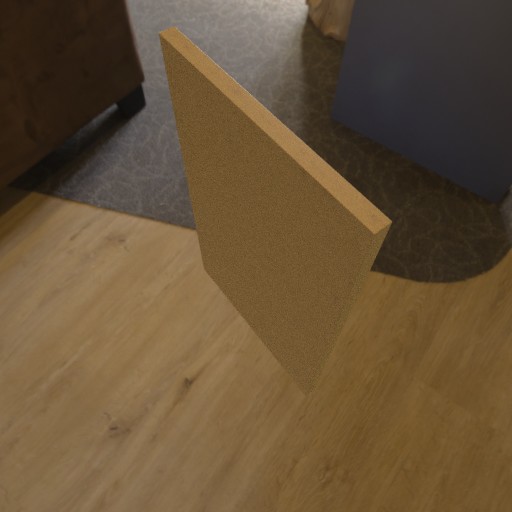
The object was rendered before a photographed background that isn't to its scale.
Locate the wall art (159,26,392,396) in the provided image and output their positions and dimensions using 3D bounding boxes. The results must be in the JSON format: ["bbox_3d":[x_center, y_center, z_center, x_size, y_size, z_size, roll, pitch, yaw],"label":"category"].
[{"bbox_3d":[0.000,0.000,0.992,0.039,0.810,0.510,-33,65,-18],"label":"wall art"}]
